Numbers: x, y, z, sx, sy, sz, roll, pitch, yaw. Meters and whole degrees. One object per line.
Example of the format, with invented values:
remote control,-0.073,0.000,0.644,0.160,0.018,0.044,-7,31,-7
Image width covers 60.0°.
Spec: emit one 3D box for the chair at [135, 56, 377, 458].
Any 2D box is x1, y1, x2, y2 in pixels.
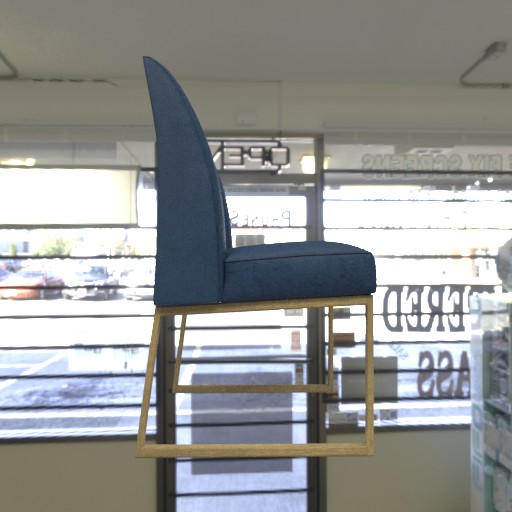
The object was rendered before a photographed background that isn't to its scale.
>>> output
chair,0.000,0.000,1.185,0.522,0.863,0.508,0,0,-1
